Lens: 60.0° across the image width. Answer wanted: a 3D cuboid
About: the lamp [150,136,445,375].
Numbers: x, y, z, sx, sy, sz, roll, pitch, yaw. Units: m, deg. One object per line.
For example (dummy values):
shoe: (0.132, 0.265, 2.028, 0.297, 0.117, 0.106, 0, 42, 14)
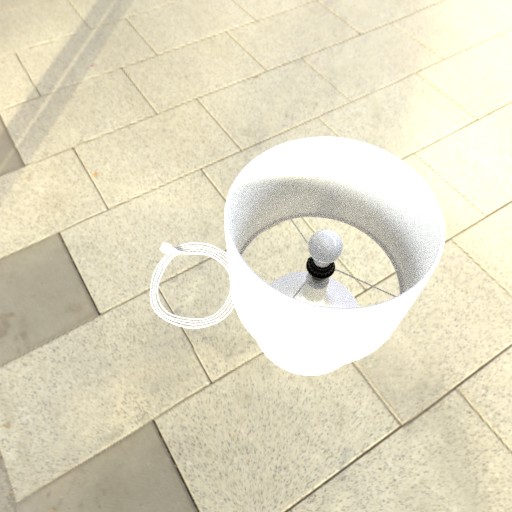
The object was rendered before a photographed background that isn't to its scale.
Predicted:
lamp: (0.000, 0.000, 0.848, 0.401, 0.457, 0.546, -30, 63, -18)
